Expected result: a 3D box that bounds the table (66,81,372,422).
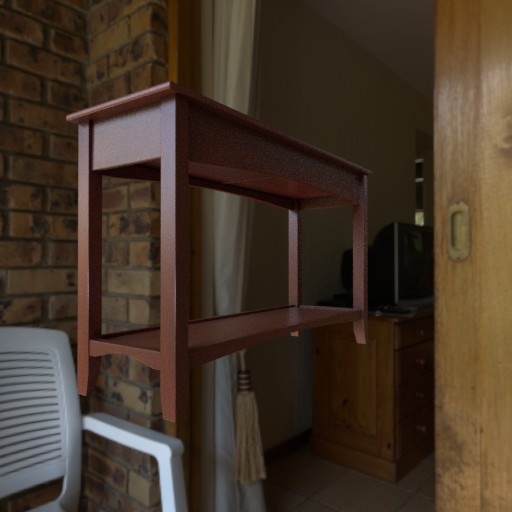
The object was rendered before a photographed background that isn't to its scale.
[{"bbox_3d":[0.000,0.000,1.539,0.392,0.739,1.188,0,-1,35],"label":"table"}]
